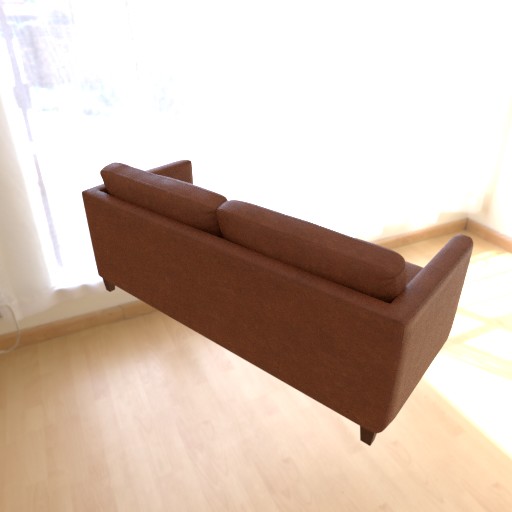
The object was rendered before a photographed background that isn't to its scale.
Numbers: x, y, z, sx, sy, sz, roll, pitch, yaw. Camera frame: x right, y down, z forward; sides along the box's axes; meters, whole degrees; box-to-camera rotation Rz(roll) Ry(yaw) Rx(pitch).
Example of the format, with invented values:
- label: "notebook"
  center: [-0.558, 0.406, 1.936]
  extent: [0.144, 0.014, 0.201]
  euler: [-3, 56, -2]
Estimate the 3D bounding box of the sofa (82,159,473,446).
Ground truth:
- label: "sofa"
  center: [0.000, 0.000, 2.717]
  extent: [2.204, 0.932, 0.950]
  euler: [22, 36, 33]
